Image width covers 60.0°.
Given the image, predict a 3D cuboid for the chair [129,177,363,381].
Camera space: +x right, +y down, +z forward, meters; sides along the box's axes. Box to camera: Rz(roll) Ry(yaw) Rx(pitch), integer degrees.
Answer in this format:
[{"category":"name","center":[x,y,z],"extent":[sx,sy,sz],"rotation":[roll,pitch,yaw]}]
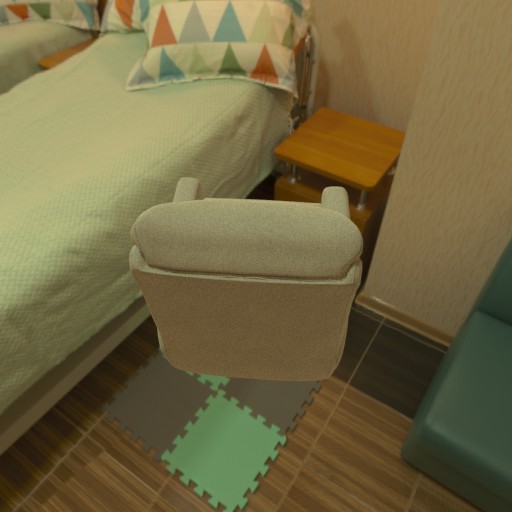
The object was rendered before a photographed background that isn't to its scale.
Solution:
[{"category":"chair","center":[0.000,0.000,1.761],"extent":[0.794,1.021,0.940],"rotation":[3,46,3]}]
